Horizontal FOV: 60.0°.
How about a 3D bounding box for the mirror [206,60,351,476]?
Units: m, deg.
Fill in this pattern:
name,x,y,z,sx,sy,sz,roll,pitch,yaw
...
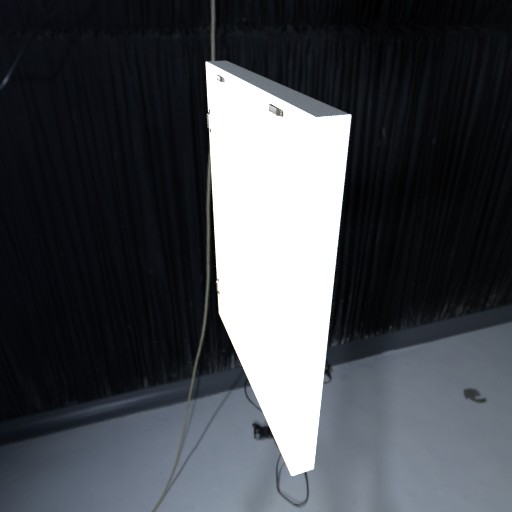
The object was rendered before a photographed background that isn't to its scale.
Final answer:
name,x,y,z,sx,sy,sz,roll,pitch,yaw
mirror,0.000,0.000,0.683,0.041,0.509,0.406,-10,32,-16
